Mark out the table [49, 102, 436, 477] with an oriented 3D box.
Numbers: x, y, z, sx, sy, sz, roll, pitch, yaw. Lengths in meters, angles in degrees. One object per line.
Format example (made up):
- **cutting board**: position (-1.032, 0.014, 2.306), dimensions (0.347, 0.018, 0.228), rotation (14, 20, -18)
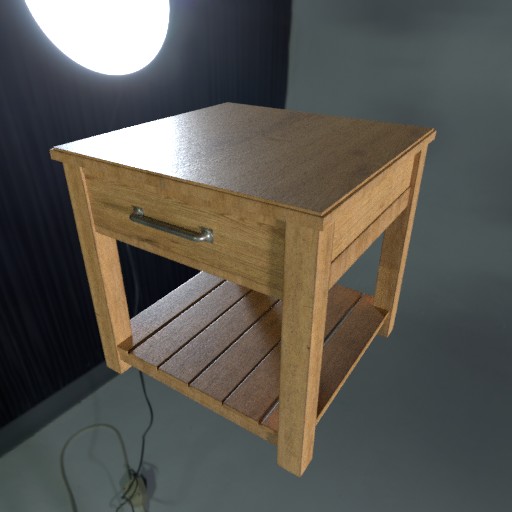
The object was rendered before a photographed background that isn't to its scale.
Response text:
- **table**: position (0.000, 0.000, 1.113), dimensions (0.616, 0.593, 0.612), rotation (18, 34, 29)
